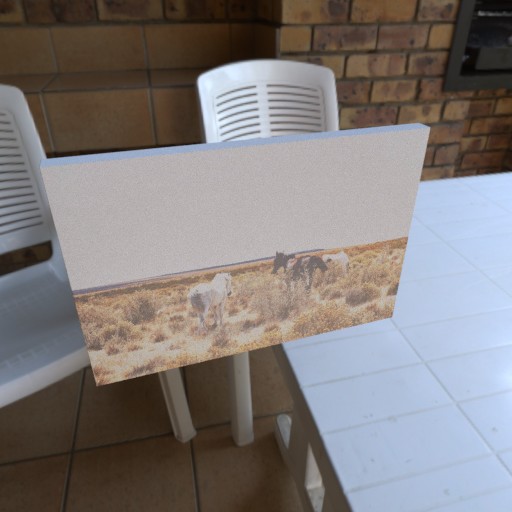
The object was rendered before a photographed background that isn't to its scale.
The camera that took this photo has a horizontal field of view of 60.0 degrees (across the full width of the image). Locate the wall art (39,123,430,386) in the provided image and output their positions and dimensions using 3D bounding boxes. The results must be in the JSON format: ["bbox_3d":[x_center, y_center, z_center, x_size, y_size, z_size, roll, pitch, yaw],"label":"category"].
[{"bbox_3d":[0.000,0.000,1.171,0.914,0.610,0.050,-10,32,-16],"label":"wall art"}]
